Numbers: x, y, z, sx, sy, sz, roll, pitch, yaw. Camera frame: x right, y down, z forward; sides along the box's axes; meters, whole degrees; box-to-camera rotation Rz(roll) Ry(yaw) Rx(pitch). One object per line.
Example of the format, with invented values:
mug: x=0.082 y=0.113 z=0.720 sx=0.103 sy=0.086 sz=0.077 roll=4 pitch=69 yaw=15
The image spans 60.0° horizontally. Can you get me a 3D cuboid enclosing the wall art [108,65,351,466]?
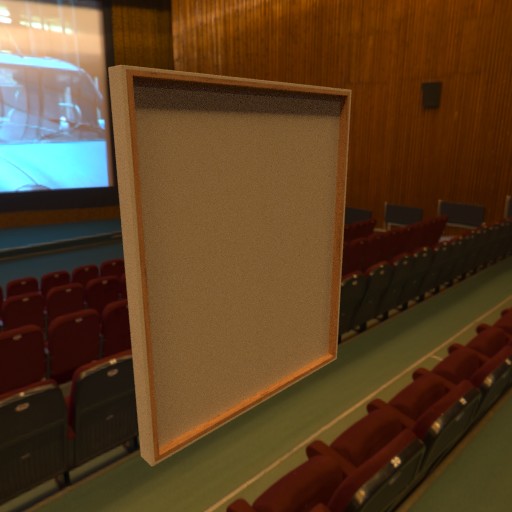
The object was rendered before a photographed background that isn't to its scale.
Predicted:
wall art: x=0.000 y=0.000 z=0.822 sx=0.508 sy=0.606 sz=0.037 roll=-15 pitch=22 yaw=-42
